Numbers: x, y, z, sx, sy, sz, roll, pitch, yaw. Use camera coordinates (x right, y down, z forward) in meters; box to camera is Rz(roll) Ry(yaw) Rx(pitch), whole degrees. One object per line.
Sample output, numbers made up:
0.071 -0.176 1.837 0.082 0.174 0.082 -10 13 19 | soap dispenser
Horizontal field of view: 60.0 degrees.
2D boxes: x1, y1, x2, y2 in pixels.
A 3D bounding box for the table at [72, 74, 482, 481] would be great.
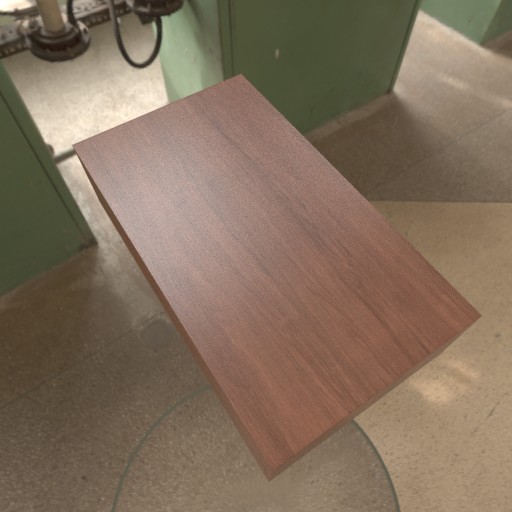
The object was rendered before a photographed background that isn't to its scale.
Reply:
0.000 0.000 1.309 0.600 0.380 1.020 -30 63 -16 | table
